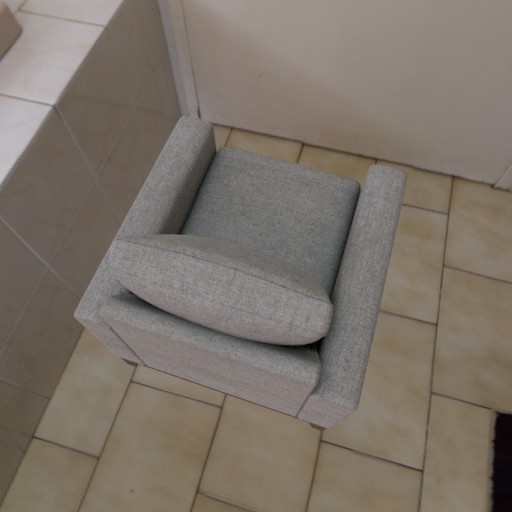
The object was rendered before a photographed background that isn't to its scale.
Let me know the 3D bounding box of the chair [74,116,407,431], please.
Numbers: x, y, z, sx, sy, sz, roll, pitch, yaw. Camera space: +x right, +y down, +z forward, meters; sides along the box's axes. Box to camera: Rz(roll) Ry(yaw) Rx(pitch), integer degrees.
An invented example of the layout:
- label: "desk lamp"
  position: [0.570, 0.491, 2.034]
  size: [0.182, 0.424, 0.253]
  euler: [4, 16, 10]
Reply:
- label: "chair"
  position: [0.000, 0.000, 1.871]
  size: [1.024, 1.010, 1.038]
  euler: [16, 64, 8]
